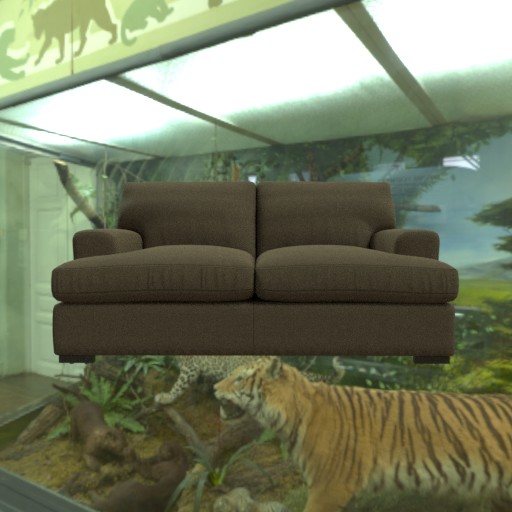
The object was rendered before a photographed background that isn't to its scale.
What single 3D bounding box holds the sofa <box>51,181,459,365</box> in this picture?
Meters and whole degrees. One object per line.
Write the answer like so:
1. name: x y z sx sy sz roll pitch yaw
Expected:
1. sofa: 0.000 0.000 2.495 1.869 0.950 1.140 0 1 0
